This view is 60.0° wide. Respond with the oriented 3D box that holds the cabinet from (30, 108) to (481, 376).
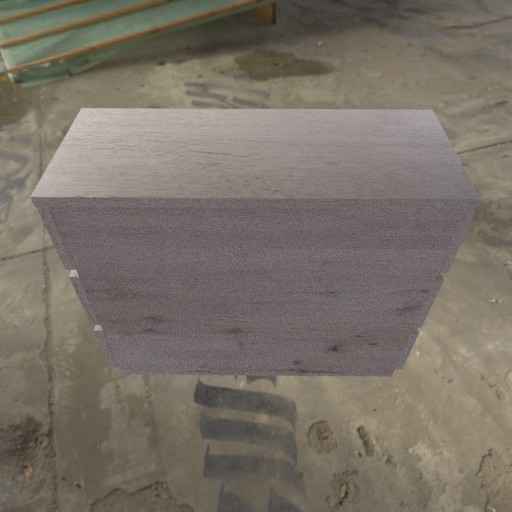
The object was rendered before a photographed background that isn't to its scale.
[{"bbox_3d":[0.000,0.000,1.462,1.040,0.820,0.420,0,46,0],"label":"cabinet"}]
